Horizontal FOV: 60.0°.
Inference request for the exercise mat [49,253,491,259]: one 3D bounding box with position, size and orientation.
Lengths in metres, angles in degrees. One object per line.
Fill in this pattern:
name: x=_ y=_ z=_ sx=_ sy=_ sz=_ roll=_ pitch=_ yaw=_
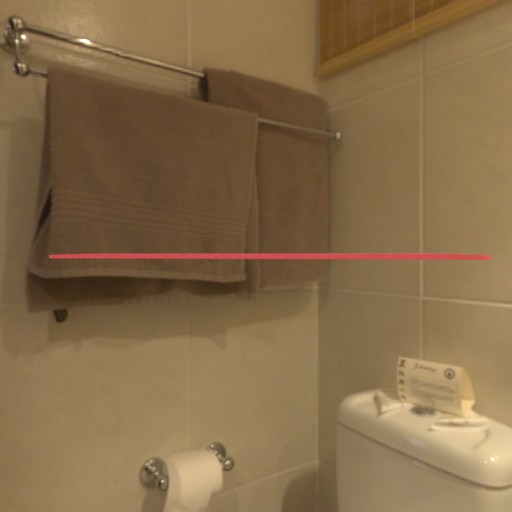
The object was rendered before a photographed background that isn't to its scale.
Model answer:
exercise mat: x=0.000 y=0.000 z=2.065 sx=1.884 sy=0.021 sz=0.616 roll=0 pitch=0 yaw=17
